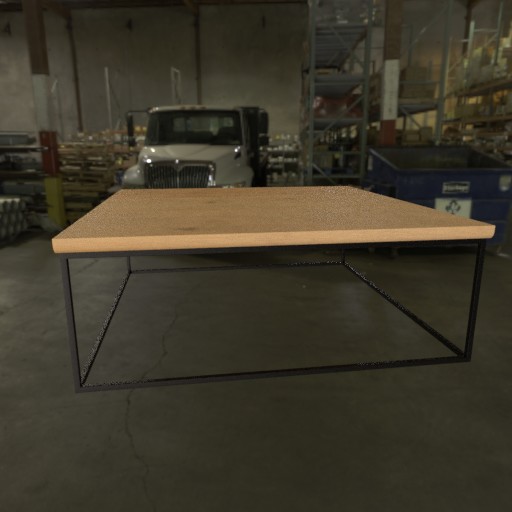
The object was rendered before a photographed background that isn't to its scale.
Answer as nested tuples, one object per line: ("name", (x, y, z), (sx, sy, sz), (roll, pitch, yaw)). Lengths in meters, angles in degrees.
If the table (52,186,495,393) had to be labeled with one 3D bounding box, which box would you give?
("table", (0.000, 0.000, 1.656), (1.100, 0.400, 1.100), (-2, 15, -8))
